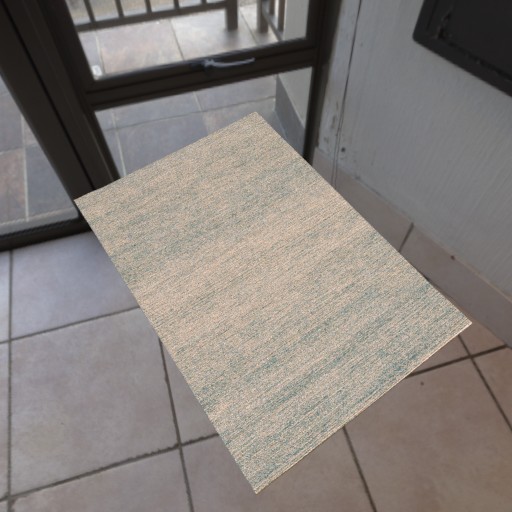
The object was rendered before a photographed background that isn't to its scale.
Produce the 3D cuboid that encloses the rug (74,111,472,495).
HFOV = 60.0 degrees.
[{"bbox_3d":[0.000,0.000,2.945,1.613,0.030,2.306,-31,63,-17],"label":"rug"}]
